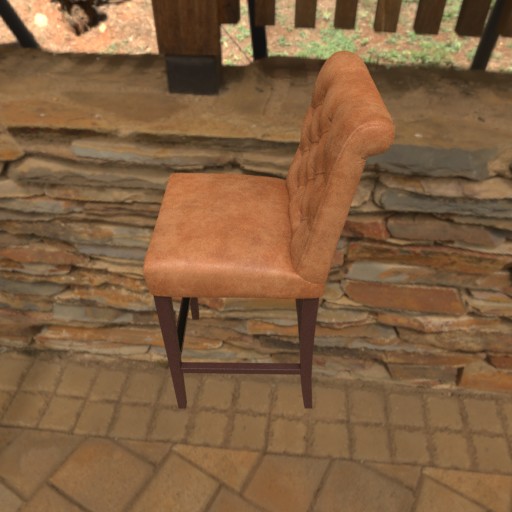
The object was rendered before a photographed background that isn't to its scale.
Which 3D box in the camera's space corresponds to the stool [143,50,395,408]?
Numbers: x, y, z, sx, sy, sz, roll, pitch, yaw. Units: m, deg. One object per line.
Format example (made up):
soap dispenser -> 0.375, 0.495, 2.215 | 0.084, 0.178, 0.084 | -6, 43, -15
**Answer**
stool -> 0.000, 0.000, 1.440 | 0.601, 1.140, 0.493 | 1, 42, 1
